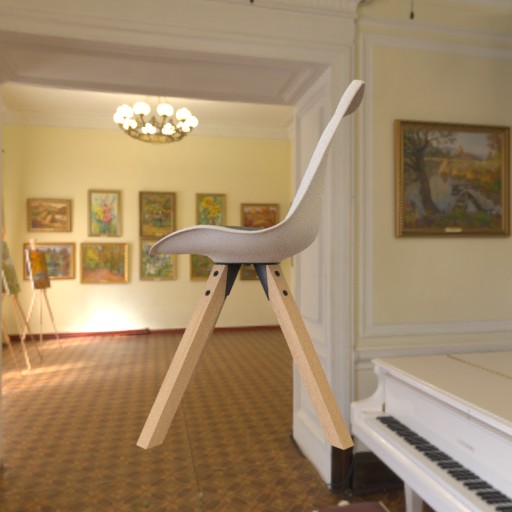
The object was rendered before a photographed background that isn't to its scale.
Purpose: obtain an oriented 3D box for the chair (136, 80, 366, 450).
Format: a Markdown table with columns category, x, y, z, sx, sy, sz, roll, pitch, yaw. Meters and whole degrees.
| category | x | y | z | sx | sy | sz | roll | pitch | yaw |
| --- | --- | --- | --- | --- | --- | --- | --- | --- | --- |
| chair | 0.000 | 0.000 | 1.190 | 0.550 | 0.850 | 0.485 | 0 | 0 | 0 |
